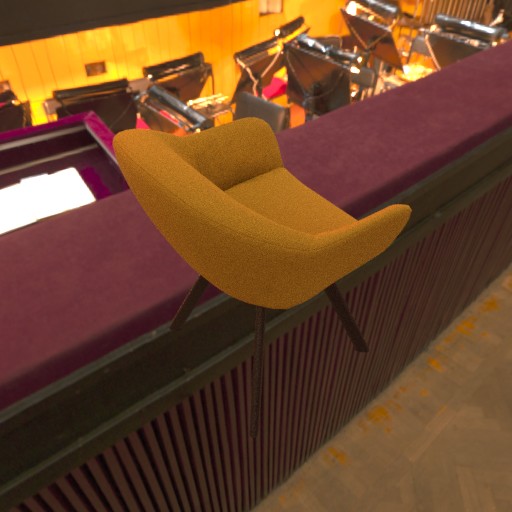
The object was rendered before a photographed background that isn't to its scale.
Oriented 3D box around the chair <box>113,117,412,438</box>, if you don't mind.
[{"bbox_3d":[0.000,0.000,1.158,0.565,0.775,0.545,-26,48,-26],"label":"chair"}]
